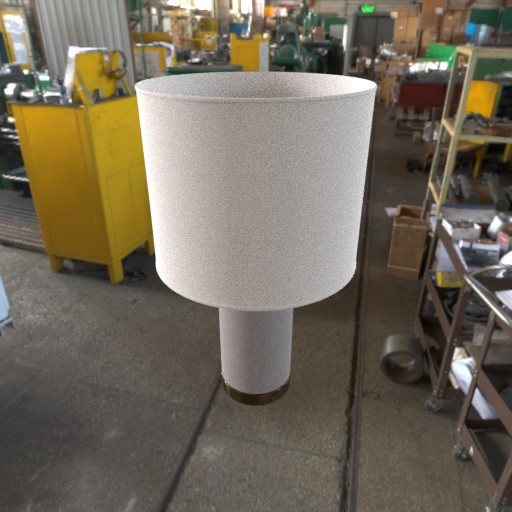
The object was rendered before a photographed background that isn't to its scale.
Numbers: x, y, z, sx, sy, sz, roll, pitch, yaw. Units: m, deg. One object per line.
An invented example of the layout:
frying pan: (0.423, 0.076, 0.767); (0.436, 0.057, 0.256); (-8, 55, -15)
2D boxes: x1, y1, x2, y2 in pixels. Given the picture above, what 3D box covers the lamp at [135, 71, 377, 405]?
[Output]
lamp: (0.000, 0.000, 0.517); (0.229, 0.380, 0.229); (0, 27, 0)
